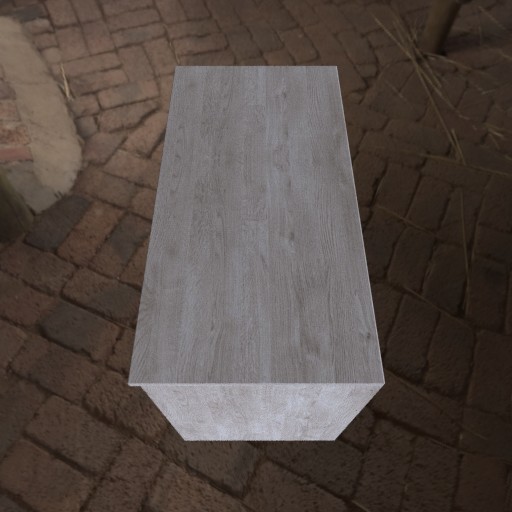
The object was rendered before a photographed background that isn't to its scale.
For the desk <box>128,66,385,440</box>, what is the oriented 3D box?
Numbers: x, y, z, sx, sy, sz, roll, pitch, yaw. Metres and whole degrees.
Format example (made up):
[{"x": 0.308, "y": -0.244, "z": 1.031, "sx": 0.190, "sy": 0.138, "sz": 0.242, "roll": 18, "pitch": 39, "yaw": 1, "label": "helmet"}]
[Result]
[{"x": 0.000, "y": 0.000, "z": 1.562, "sx": 0.560, "sy": 0.730, "sz": 1.100, "roll": 0, "pitch": 58, "yaw": 0, "label": "desk"}]
